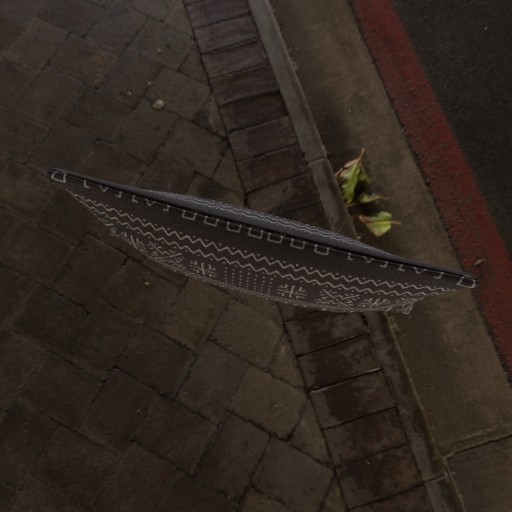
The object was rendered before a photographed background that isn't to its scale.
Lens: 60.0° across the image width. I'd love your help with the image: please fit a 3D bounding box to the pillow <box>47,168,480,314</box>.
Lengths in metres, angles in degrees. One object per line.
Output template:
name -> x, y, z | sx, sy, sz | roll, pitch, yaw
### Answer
pillow -> 0.000, 0.000, 0.796 | 0.667, 0.322, 0.135 | 15, 76, 4
